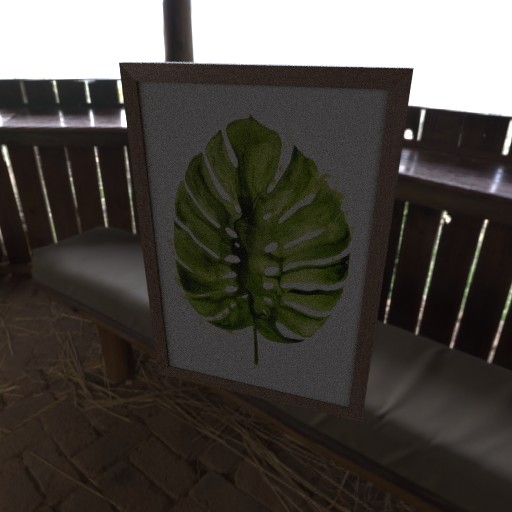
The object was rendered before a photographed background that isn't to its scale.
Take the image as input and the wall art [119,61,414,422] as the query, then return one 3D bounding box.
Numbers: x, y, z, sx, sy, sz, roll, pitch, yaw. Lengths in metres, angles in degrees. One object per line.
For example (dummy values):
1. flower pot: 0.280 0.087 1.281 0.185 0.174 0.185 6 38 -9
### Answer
1. wall art: 0.000 0.000 0.641 0.358 0.510 0.032 8 28 16
